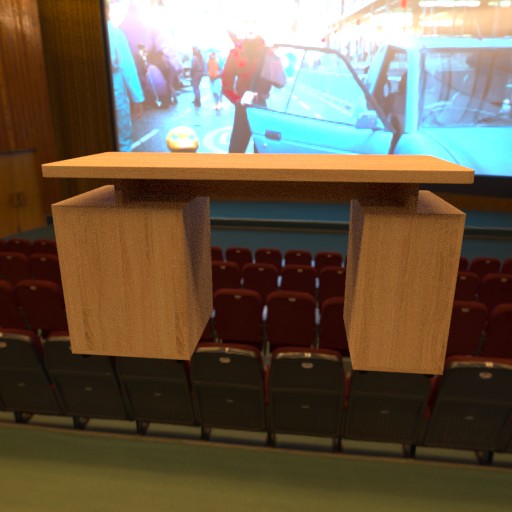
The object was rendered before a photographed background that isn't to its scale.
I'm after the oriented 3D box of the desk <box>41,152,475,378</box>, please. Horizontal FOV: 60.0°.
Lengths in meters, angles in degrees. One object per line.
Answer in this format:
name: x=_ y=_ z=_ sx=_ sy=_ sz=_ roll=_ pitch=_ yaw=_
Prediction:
desk: x=0.000 y=0.000 z=1.779 sx=1.400 sy=0.760 sz=0.550 roll=2 pitch=18 yaw=6
